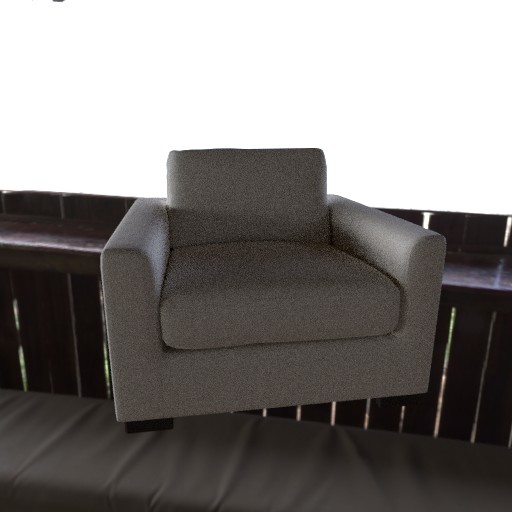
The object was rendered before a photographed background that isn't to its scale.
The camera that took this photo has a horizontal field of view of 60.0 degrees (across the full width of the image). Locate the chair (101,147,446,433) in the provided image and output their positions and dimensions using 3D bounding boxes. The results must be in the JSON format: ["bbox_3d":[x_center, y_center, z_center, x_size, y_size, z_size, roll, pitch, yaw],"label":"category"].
[{"bbox_3d":[0.000,0.000,1.870,1.070,0.876,1.100,-2,15,-9],"label":"chair"}]
